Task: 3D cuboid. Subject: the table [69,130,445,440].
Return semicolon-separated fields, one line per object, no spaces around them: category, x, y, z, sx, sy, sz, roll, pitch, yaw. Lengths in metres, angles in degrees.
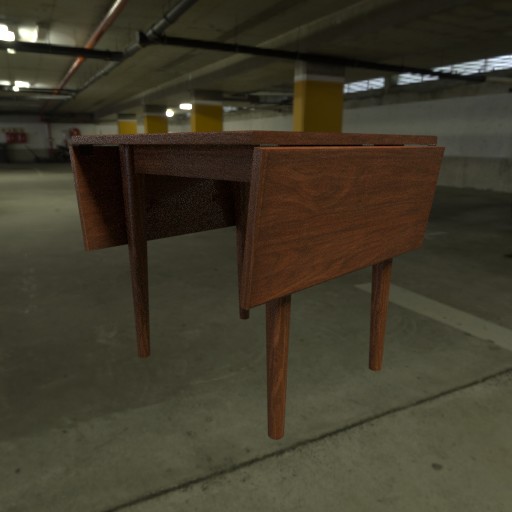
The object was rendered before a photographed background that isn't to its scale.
table;0.000;0.000;1.457;0.843;0.763;0.812;14;20;43
